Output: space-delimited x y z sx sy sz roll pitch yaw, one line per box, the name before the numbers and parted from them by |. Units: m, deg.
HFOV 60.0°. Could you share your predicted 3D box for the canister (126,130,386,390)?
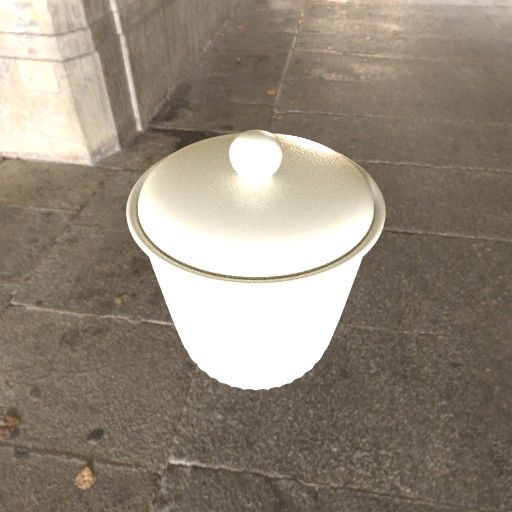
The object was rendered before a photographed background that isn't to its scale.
canister | 0.000 0.000 0.355 0.181 0.211 0.181 0 42 0
